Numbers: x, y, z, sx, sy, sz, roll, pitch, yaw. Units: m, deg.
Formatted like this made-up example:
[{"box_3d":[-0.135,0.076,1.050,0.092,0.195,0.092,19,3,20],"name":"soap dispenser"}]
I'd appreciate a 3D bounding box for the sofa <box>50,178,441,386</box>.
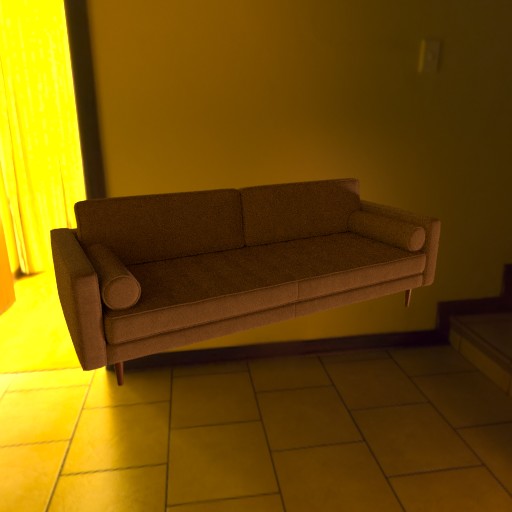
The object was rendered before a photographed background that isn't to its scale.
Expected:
[{"box_3d":[0.000,0.000,2.686,2.200,0.770,0.919,-9,20,-27],"name":"sofa"}]
